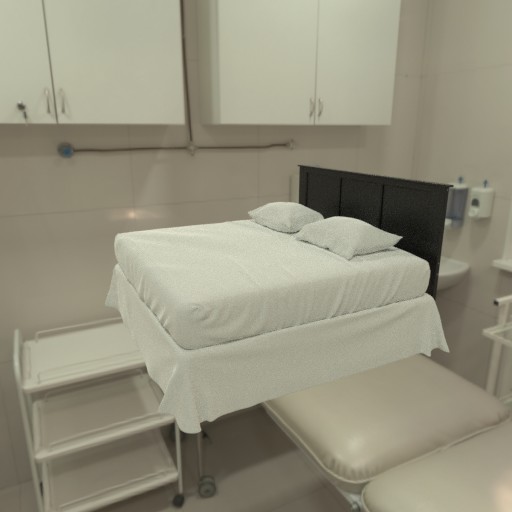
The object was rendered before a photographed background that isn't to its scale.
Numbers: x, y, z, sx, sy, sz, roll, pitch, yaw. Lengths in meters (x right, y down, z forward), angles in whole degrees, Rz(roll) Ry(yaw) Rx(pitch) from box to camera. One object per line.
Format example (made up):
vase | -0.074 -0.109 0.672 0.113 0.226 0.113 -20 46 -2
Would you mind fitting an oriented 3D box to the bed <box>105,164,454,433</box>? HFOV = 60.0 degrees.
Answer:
bed | 0.000 0.000 3.705 2.219 1.271 2.315 -8 18 -26
